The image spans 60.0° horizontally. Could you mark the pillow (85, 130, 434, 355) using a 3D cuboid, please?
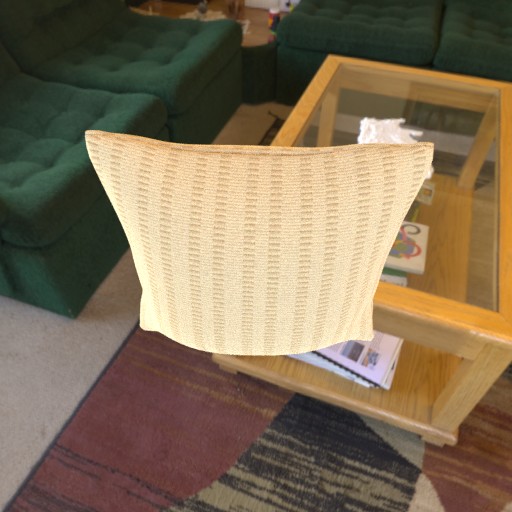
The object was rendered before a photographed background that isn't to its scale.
[{"bbox_3d":[0.000,0.000,0.690,0.438,0.419,0.247,2,47,2],"label":"pillow"}]
